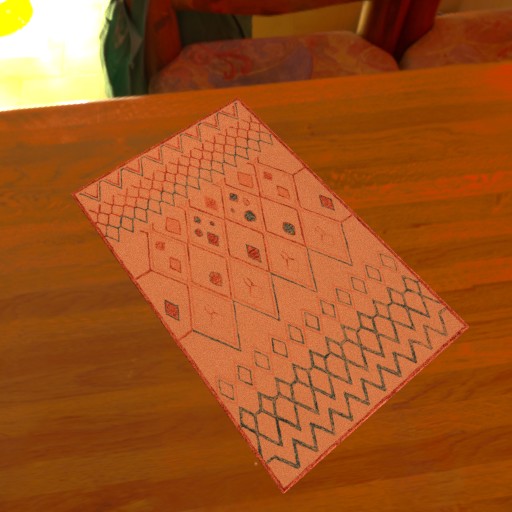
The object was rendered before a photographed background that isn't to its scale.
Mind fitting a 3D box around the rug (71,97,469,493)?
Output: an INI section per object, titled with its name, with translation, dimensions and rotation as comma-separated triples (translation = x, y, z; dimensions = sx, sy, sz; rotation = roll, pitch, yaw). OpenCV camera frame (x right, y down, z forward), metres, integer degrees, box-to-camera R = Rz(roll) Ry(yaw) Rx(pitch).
[rug]
translation = 0.000, 0.000, 3.016
dimensions = 1.524, 0.015, 2.438
rotation = -35, 70, -15
